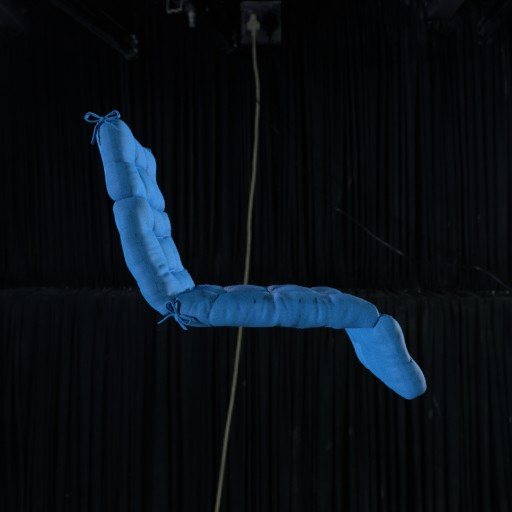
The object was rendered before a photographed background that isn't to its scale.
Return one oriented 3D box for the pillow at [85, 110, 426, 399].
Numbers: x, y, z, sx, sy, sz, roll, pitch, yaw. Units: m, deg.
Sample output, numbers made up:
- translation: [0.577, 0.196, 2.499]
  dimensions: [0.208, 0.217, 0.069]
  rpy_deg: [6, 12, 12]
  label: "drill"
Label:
- translation: [0.000, 0.000, 1.548]
  dimensions: [1.016, 0.863, 0.526]
  rpy_deg: [0, -1, -1]
  label: "pillow"
